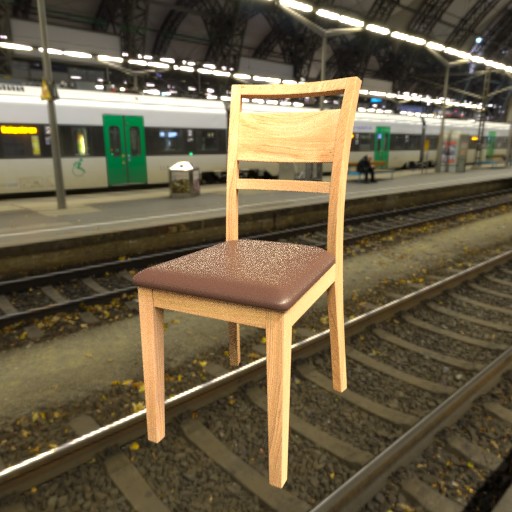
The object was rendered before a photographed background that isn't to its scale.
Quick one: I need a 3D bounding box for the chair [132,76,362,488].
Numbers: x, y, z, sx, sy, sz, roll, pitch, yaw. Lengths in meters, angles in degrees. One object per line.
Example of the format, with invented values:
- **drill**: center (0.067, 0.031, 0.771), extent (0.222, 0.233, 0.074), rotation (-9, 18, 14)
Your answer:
- **chair**: center (0.000, 0.000, 1.200), extent (0.420, 0.940, 0.545), rotation (7, 16, 26)
